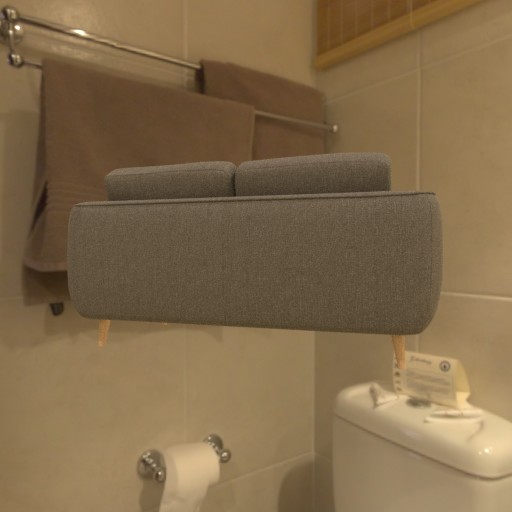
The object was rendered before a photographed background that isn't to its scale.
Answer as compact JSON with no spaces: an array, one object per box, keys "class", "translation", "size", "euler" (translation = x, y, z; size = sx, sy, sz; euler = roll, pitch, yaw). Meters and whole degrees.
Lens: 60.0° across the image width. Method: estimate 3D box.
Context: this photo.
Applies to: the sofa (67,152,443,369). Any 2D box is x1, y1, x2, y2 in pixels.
[{"class":"sofa","translation":[0.000,0.000,2.241],"size":[1.700,0.870,0.920],"euler":[0,1,17]}]
